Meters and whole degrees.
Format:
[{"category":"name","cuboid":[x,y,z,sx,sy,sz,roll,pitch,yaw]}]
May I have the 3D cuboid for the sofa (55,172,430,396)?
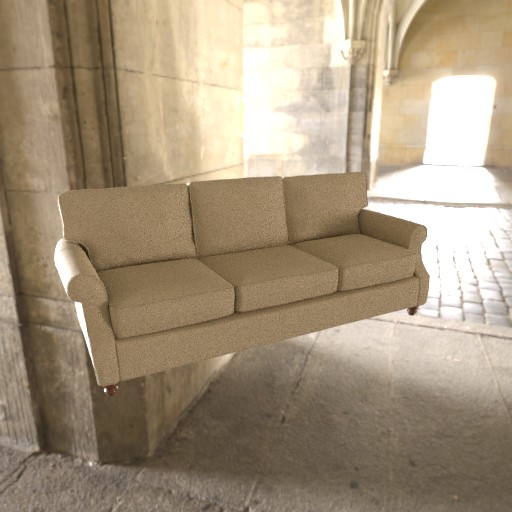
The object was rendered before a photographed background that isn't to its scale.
[{"category":"sofa","cuboid":[0.000,0.000,2.872,2.354,0.948,0.966,-9,19,-26]}]
